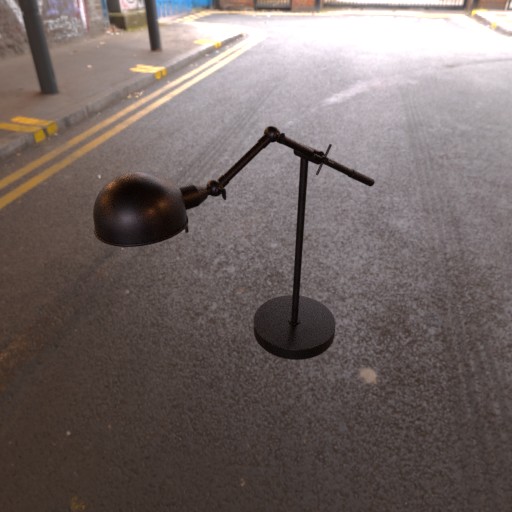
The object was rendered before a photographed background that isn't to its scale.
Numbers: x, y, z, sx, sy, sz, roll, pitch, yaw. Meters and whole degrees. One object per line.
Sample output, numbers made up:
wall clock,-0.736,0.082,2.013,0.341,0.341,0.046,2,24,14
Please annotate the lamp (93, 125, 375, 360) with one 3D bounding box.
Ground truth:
lamp,0.000,0.000,0.831,0.567,0.495,0.185,-23,39,-30
